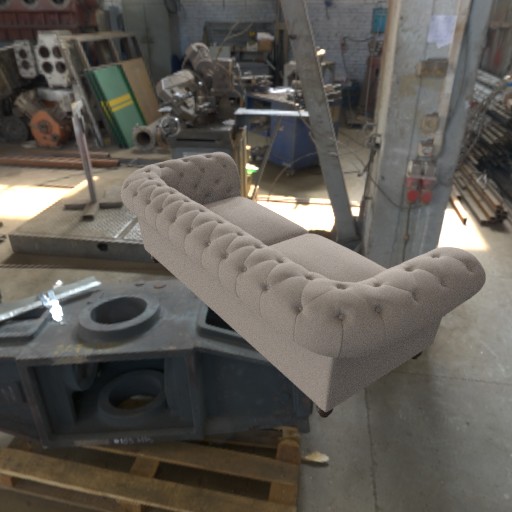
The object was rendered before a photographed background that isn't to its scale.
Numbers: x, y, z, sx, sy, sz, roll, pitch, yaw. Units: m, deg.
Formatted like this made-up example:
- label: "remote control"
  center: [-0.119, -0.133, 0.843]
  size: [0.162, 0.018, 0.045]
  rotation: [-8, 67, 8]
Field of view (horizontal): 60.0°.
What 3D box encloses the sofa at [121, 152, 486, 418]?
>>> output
- label: "sofa"
  center: [0.000, 0.000, 2.792]
  size: [0.991, 0.749, 2.411]
  rotation: [-19, 34, -31]
